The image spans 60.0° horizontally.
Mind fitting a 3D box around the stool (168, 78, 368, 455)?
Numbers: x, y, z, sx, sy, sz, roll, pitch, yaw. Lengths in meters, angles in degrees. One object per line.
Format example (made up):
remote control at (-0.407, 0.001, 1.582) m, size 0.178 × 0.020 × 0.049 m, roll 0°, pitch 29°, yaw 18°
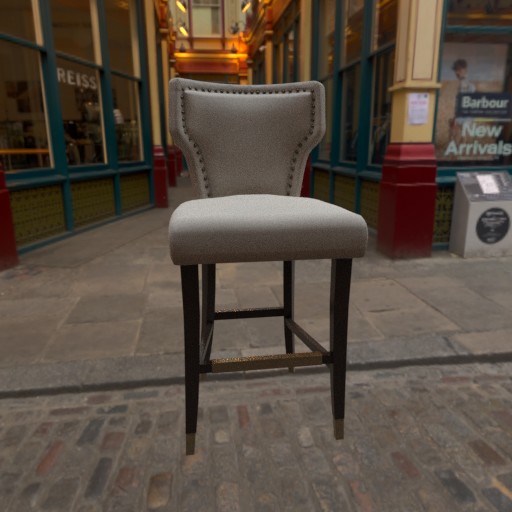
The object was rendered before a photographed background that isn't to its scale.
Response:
stool at (0.000, 0.000, 1.413) m, size 0.526 × 1.092 × 0.563 m, roll -2°, pitch 15°, yaw -8°
